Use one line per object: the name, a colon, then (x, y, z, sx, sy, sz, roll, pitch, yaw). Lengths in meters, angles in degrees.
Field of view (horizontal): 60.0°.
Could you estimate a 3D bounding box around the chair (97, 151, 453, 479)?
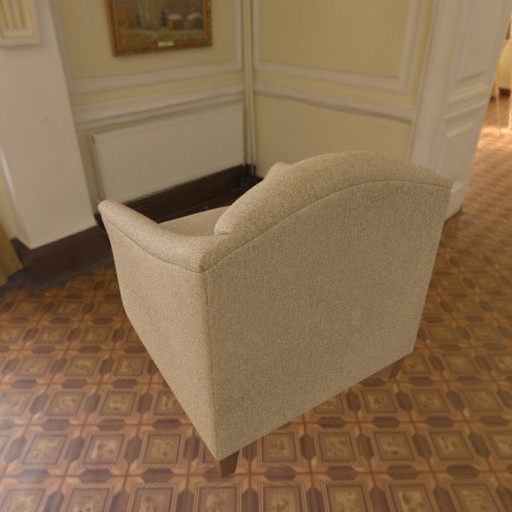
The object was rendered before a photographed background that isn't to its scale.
chair: (0.000, 0.000, 1.422, 0.763, 0.839, 0.787, -18, 35, -28)
